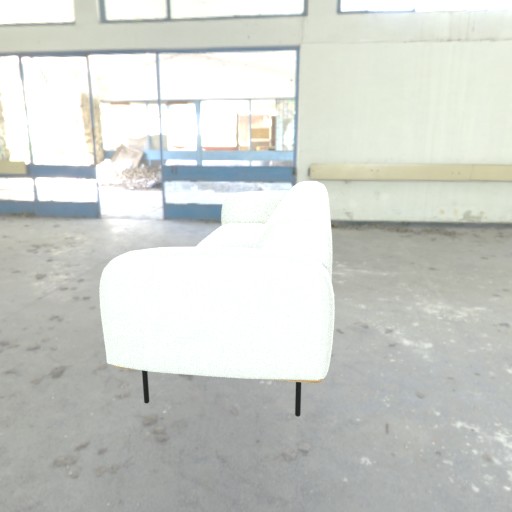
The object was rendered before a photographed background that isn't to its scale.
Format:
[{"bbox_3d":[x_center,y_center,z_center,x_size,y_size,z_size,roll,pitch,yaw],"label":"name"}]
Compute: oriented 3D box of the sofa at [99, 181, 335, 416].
[{"bbox_3d":[0.000,0.000,2.646,0.870,0.780,2.280,2,14,8],"label":"sofa"}]
